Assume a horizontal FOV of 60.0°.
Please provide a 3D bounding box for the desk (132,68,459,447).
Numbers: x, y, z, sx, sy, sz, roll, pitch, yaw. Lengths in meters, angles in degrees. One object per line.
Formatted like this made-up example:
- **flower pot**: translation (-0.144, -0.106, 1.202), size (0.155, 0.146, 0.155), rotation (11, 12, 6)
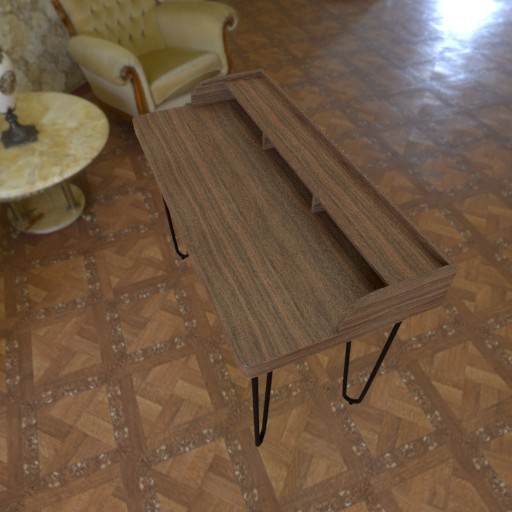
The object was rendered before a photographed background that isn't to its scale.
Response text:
- **desk**: translation (0.000, 0.000, 1.684), size (0.565, 0.854, 1.200), rotation (-17, 49, -15)
